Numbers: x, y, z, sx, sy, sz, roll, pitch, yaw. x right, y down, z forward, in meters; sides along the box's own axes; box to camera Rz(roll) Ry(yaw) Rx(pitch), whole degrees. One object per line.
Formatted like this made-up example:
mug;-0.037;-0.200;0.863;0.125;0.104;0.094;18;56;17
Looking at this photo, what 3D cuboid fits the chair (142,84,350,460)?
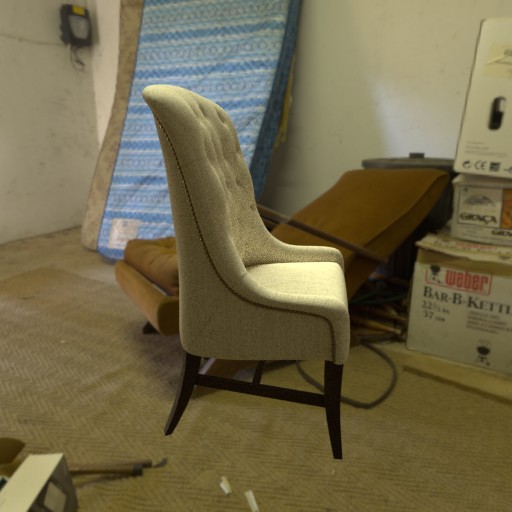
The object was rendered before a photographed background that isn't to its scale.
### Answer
chair;0.000;0.000;1.509;0.629;1.091;0.634;3;16;9
